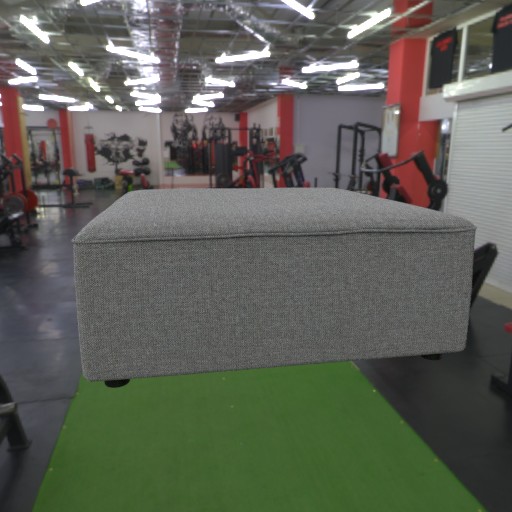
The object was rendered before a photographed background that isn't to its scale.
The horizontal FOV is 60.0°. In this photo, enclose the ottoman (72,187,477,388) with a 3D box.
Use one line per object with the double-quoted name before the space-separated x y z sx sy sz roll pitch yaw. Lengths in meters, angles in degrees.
"ottoman" 0.000 0.000 1.564 1.017 0.423 1.023 -2 13 -9
